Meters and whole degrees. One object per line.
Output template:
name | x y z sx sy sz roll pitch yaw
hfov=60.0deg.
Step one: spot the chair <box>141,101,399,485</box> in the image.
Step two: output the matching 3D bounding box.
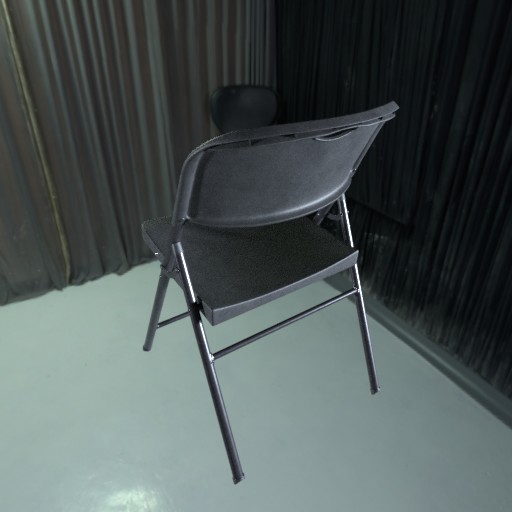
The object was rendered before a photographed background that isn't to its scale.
chair | 0.000 0.000 1.122 0.494 0.810 0.566 -20 37 -29
